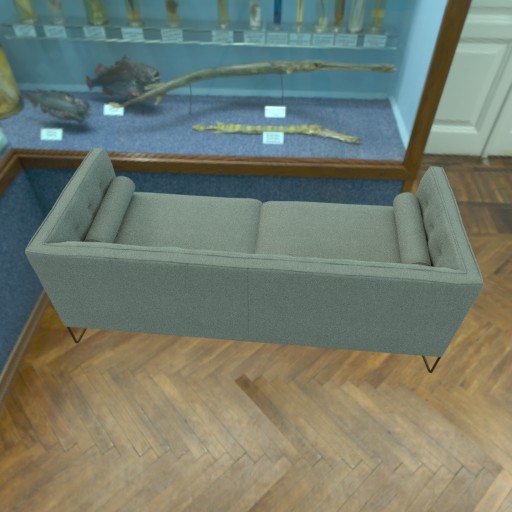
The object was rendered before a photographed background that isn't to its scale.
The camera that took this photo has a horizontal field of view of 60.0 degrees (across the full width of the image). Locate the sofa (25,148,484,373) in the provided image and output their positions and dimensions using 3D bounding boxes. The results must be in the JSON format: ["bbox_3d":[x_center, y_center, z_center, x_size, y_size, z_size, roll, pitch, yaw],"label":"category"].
[{"bbox_3d":[0.000,0.000,2.546,2.079,0.798,0.912,4,46,4],"label":"sofa"}]
